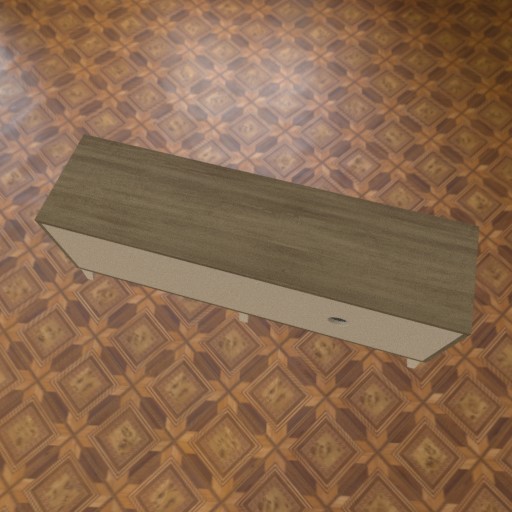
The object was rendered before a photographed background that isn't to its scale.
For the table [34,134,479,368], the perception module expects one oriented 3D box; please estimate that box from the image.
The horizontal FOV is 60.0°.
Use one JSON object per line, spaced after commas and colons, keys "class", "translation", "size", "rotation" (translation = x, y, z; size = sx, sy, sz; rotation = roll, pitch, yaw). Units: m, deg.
{"class": "table", "translation": [0.000, 0.000, 1.783], "size": [1.500, 0.530, 0.400], "rotation": [14, 65, 7]}
